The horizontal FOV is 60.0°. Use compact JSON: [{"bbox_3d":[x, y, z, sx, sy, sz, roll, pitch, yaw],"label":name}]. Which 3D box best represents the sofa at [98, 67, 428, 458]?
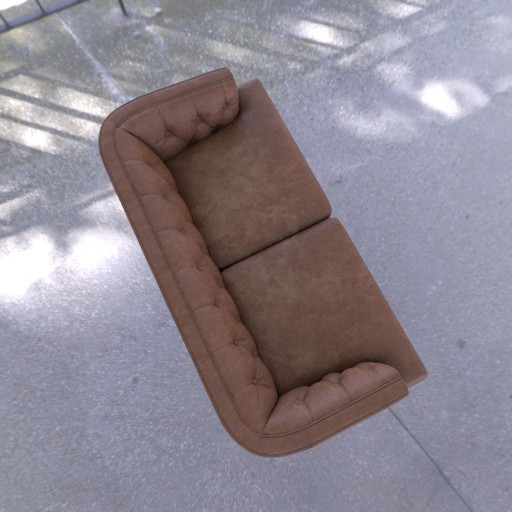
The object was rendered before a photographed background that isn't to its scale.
[{"bbox_3d":[0.000,0.000,2.222,0.914,0.786,1.755,-26,78,-6],"label":"sofa"}]
